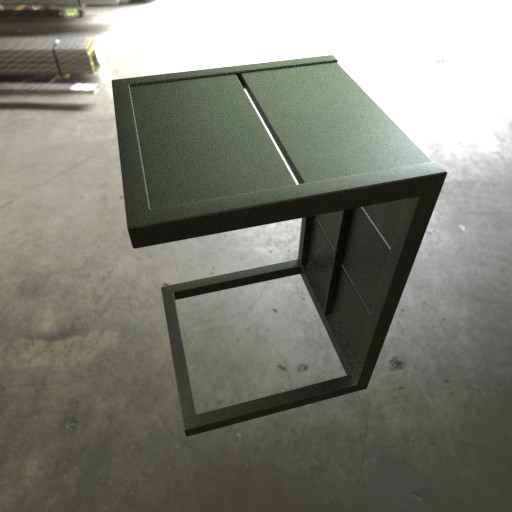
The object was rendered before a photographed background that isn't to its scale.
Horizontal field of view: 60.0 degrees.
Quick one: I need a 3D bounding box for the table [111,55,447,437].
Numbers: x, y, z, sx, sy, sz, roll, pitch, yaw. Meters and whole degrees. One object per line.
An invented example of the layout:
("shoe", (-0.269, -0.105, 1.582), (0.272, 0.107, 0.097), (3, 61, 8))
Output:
("table", (0.000, 0.000, 0.906), (0.420, 0.609, 0.405), (-11, 47, -11))
